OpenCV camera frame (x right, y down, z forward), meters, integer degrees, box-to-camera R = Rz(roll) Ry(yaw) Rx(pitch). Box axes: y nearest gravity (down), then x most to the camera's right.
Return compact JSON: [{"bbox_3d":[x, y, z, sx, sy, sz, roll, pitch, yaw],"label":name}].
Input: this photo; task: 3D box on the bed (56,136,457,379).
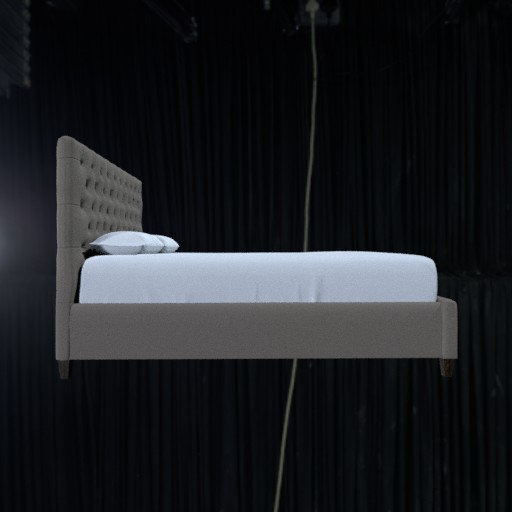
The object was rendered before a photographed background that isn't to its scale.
[{"bbox_3d":[0.000,0.000,3.439,2.387,1.427,1.698,0,1,-1],"label":"bed"}]
